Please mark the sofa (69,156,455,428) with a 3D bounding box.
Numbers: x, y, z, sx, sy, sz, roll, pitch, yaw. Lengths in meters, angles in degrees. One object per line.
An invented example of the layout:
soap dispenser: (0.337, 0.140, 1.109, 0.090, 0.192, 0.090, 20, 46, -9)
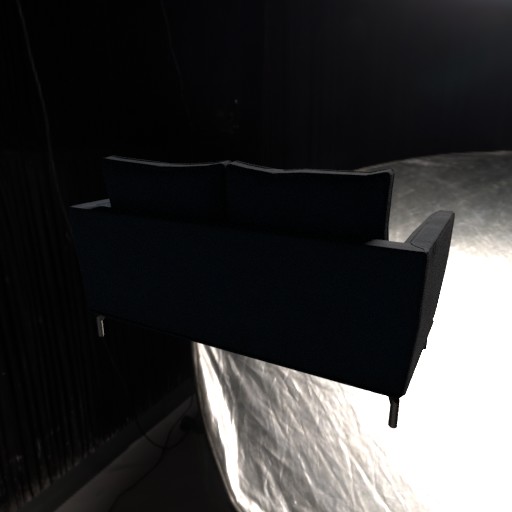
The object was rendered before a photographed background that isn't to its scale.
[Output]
sofa: (0.000, 0.000, 2.298, 1.770, 1.002, 0.853, 9, 19, 28)
